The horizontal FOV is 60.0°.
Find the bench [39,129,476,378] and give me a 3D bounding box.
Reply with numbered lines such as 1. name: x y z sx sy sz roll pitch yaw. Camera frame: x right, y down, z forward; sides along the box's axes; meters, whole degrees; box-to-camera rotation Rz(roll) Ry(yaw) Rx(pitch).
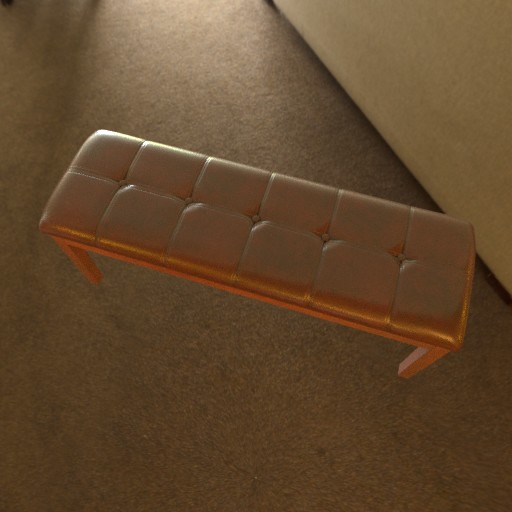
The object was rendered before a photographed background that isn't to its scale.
1. bench: 0.000 0.000 1.492 1.259 0.491 0.401 16 64 8
